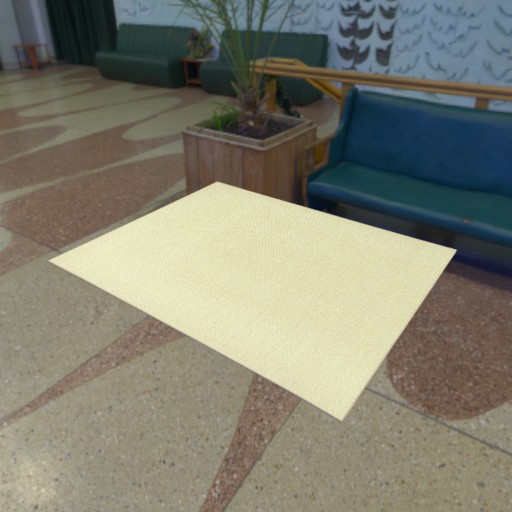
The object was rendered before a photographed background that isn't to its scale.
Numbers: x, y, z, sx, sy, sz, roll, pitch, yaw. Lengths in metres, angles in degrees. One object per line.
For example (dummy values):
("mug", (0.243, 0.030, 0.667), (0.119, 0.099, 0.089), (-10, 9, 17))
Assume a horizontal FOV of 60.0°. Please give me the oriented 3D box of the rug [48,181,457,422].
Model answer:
("rug", (0.000, 0.000, 4.216), (3.039, 0.018, 2.462), (21, 37, 30))
